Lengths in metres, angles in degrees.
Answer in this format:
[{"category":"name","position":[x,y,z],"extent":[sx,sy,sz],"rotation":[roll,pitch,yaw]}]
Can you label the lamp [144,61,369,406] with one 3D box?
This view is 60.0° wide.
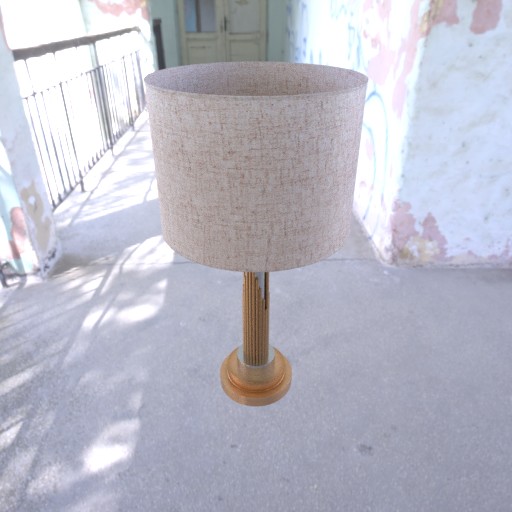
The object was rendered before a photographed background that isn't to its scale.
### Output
[{"category":"lamp","position":[0.000,0.000,0.800],"extent":[0.321,0.610,0.321],"rotation":[0,30,0]}]
